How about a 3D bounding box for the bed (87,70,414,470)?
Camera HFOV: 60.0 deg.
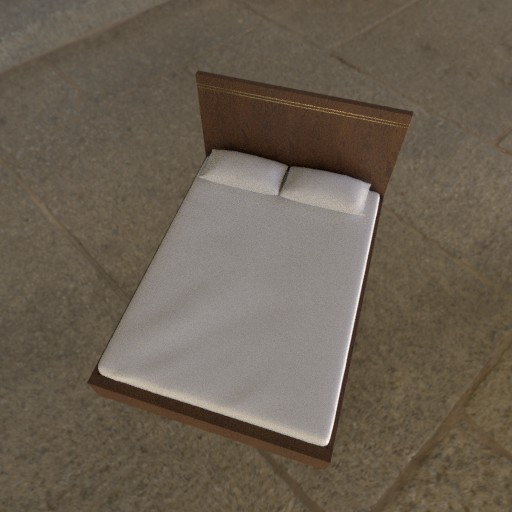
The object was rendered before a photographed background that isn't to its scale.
[{"bbox_3d":[0.000,0.000,3.122,1.613,1.169,2.221,14,58,9],"label":"bed"}]
